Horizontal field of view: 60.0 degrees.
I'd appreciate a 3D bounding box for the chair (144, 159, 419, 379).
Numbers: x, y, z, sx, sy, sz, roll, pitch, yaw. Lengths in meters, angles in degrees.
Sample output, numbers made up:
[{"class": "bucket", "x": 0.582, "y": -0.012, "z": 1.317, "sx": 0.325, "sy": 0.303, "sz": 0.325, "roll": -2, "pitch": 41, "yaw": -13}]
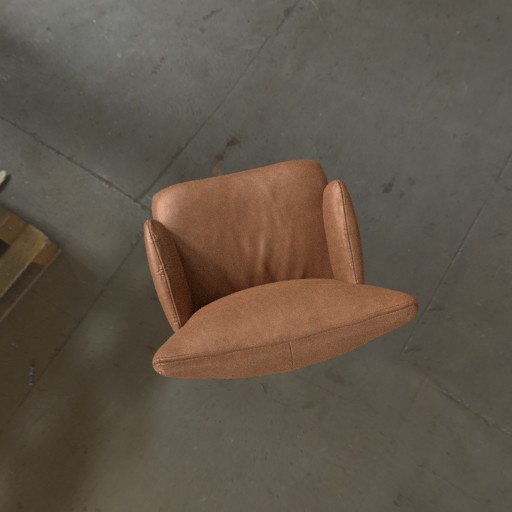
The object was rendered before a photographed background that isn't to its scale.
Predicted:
[{"class": "chair", "x": 0.000, "y": 0.000, "z": 1.548, "sx": 0.711, "sy": 1.027, "sz": 0.794, "roll": -12, "pitch": 76, "yaw": -3}]
